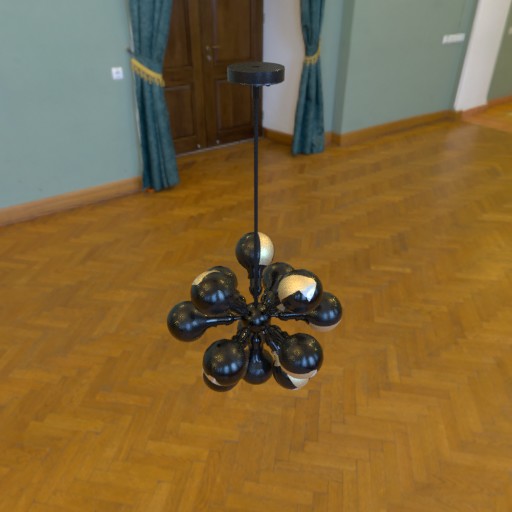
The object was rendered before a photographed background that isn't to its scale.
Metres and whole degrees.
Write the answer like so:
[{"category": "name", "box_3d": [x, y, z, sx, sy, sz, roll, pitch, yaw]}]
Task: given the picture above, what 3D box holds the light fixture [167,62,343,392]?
[{"category": "light fixture", "box_3d": [0.000, 0.000, 1.078, 0.420, 0.859, 0.468, -22, 38, -30]}]
